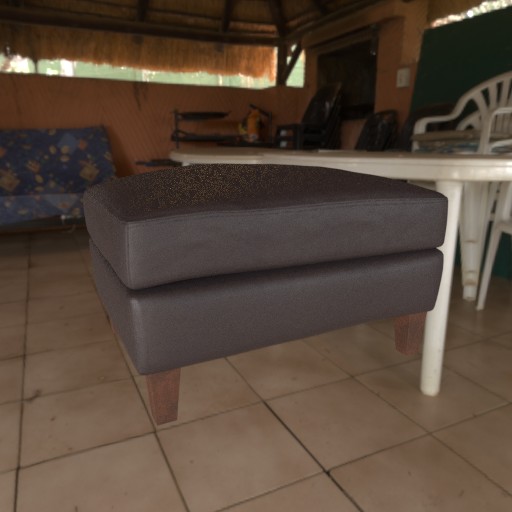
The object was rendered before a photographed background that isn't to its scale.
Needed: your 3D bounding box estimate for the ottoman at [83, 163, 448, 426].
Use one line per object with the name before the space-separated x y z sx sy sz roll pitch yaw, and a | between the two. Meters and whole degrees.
ottoman | 0.000 0.000 1.295 0.887 0.529 0.659 -7 16 -26
